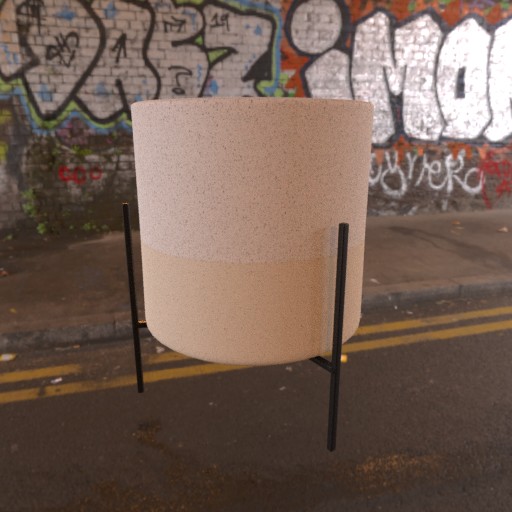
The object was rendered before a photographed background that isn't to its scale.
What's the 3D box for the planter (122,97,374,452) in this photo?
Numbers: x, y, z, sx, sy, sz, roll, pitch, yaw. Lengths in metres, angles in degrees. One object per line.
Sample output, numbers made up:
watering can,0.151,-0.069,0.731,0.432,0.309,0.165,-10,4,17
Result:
planter,0.000,0.000,0.651,0.313,0.423,0.335,7,18,23
